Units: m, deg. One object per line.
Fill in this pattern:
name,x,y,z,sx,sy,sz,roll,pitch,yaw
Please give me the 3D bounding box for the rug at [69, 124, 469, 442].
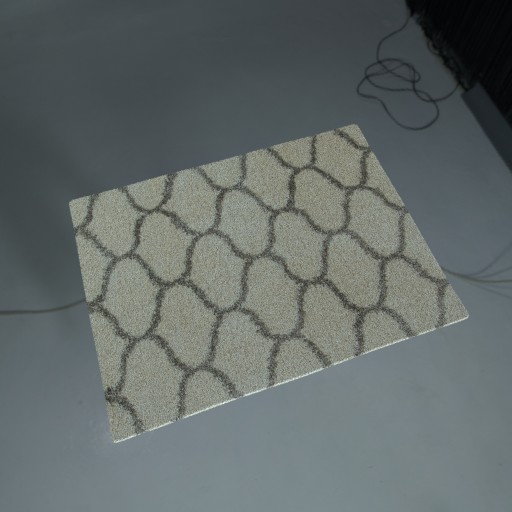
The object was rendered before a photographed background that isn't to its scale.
rug,0.000,0.000,2.113,1.600,0.025,1.200,-17,64,-8
